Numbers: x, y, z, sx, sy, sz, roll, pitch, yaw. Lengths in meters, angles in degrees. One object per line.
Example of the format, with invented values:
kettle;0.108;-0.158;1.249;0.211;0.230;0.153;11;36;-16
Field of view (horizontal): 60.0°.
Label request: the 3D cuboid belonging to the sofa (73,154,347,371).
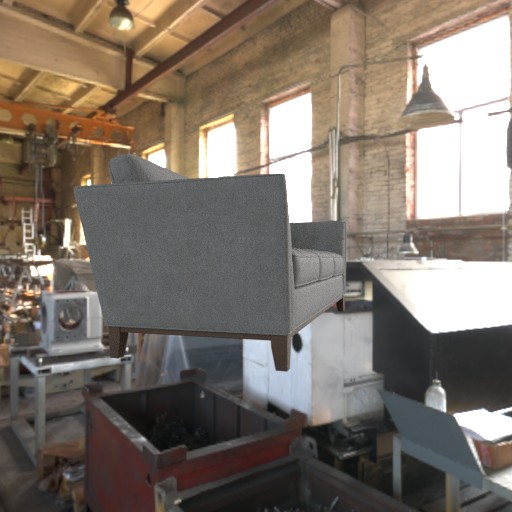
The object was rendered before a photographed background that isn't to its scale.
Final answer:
sofa;0.000;0.000;2.949;0.965;0.940;2.387;0;0;17
